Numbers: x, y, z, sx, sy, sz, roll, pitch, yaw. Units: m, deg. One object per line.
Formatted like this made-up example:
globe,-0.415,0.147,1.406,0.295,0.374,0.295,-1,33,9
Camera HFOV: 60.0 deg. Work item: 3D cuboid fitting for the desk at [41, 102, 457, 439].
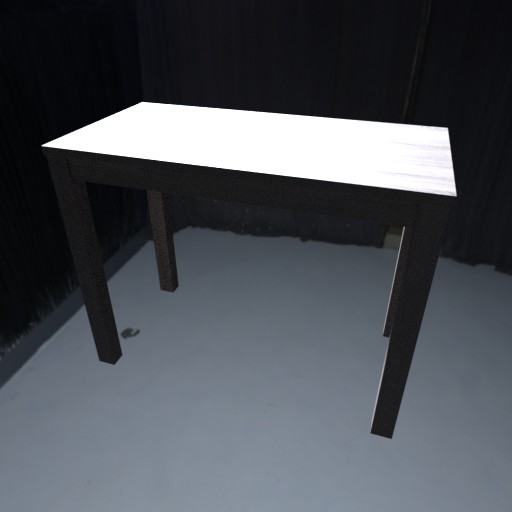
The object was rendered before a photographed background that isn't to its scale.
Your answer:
desk,0.000,0.000,1.400,0.991,0.762,0.495,10,33,15
